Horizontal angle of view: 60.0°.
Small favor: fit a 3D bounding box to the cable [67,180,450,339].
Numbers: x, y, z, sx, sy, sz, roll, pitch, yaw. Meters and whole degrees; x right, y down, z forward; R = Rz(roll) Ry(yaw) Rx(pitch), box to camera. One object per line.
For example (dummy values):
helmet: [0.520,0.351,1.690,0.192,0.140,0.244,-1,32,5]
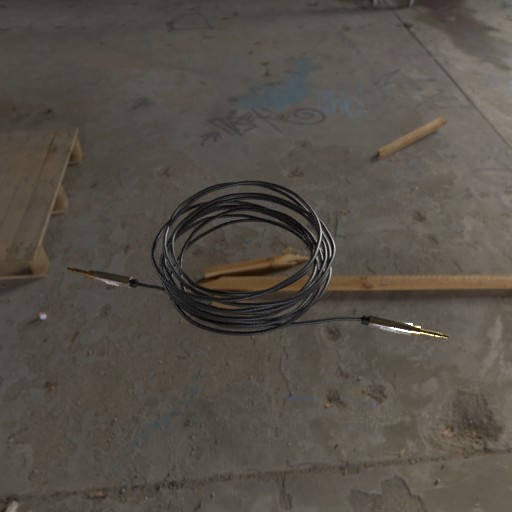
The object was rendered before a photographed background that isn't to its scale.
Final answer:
cable: [0.000,0.000,0.500,0.432,0.069,0.198,11,48,10]
